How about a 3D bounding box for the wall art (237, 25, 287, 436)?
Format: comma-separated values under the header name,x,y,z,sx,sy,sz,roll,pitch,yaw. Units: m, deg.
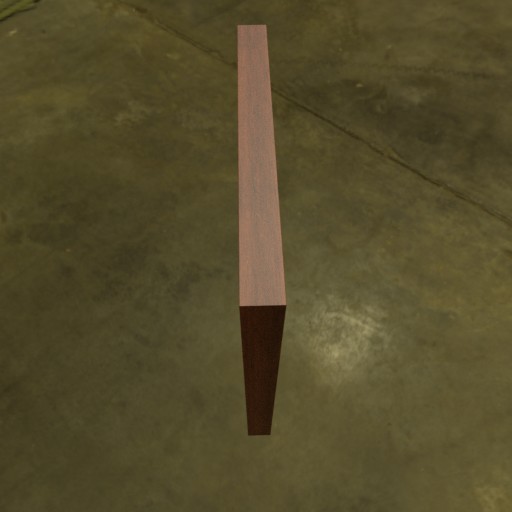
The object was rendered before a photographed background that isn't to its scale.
name,x,y,z,sx,sy,sz,roll,pitch,yaw
wall art,0.000,0.000,0.533,0.030,0.381,0.330,-1,56,-1
